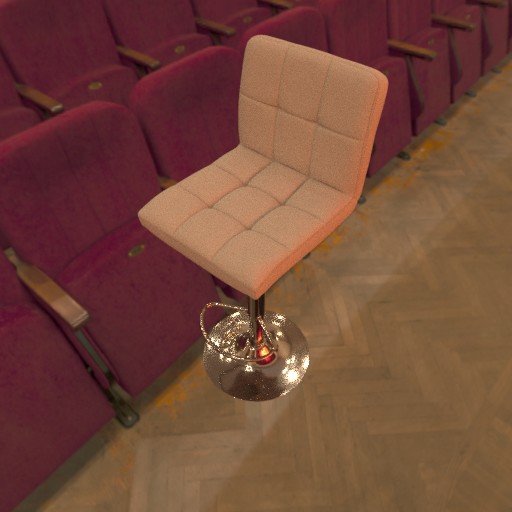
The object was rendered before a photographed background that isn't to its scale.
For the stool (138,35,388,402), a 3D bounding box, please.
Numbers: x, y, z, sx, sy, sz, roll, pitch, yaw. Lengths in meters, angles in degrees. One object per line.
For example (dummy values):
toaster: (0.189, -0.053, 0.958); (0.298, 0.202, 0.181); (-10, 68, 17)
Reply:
stool: (0.000, 0.000, 1.381); (0.430, 1.115, 0.505); (31, 53, 27)
